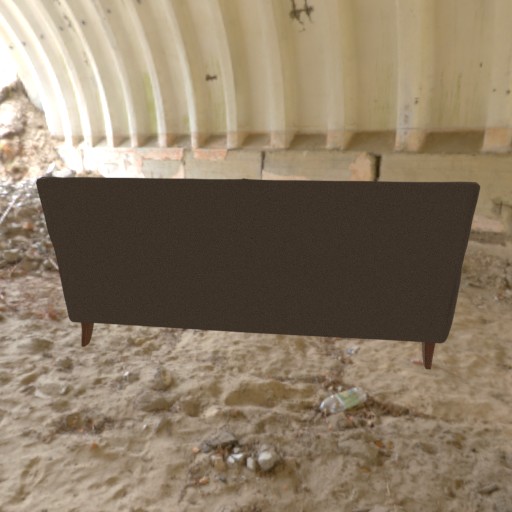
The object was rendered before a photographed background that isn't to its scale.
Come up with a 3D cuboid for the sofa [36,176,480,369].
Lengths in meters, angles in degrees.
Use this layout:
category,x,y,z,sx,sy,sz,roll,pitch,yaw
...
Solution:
category,x,y,z,sx,sy,sz,roll,pitch,yaw
sofa,0.000,0.000,2.464,2.002,0.907,0.843,2,14,8
